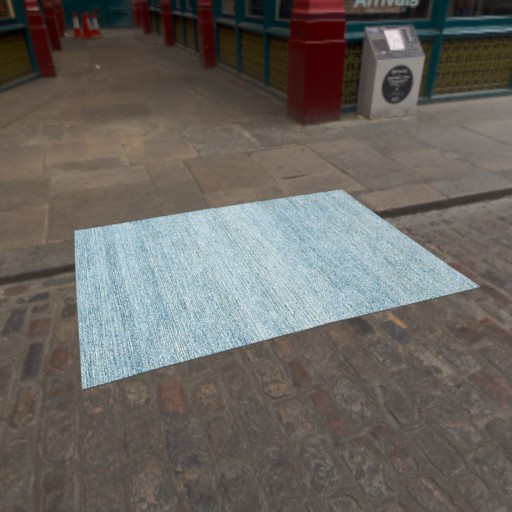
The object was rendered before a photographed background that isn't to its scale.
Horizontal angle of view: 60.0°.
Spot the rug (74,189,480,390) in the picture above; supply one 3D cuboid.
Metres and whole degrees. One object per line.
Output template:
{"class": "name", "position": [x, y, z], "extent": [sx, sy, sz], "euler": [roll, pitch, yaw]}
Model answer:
{"class": "rug", "position": [0.000, 0.000, 2.947], "extent": [2.260, 0.026, 1.611], "euler": [-11, 33, -17]}
